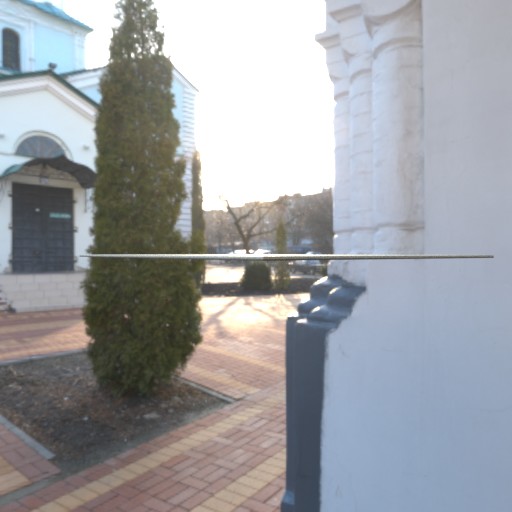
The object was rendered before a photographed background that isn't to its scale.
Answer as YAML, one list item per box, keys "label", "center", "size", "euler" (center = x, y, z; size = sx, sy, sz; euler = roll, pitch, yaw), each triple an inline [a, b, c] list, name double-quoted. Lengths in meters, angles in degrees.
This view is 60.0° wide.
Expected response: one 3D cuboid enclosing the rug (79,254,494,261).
- label: "rug"
  center: [0.000, 0.000, 2.724]
  size: [1.526, 0.015, 2.132]
  euler: [0, 0, -37]
